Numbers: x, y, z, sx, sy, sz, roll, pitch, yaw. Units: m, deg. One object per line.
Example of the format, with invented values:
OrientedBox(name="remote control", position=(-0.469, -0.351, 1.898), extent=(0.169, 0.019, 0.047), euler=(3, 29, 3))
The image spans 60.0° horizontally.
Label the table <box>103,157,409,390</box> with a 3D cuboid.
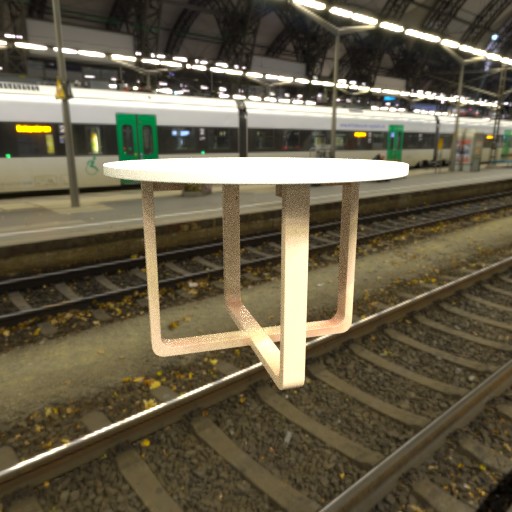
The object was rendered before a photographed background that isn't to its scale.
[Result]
OrientedBox(name="table", position=(0.000, 0.000, 0.966), extent=(0.600, 0.400, 0.600), euler=(0, 14, 0))
